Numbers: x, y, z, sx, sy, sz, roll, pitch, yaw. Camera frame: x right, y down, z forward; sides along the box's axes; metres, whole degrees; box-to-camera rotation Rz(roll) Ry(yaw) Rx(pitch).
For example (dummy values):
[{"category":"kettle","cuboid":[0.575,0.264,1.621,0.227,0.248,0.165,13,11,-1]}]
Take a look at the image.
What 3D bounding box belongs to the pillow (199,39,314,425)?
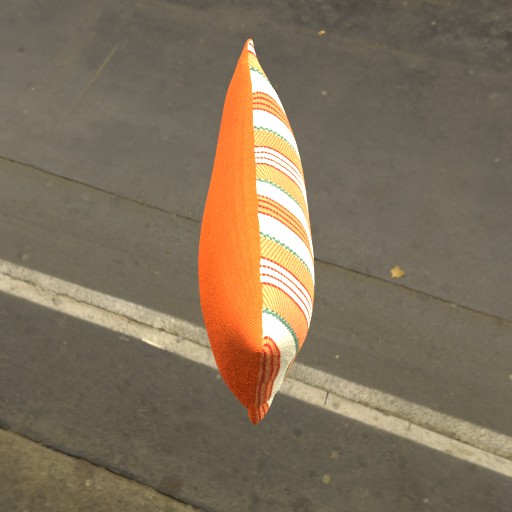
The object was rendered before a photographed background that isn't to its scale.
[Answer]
[{"category":"pillow","cuboid":[0.000,0.000,0.681,0.182,0.441,0.440,-2,63,-1]}]
